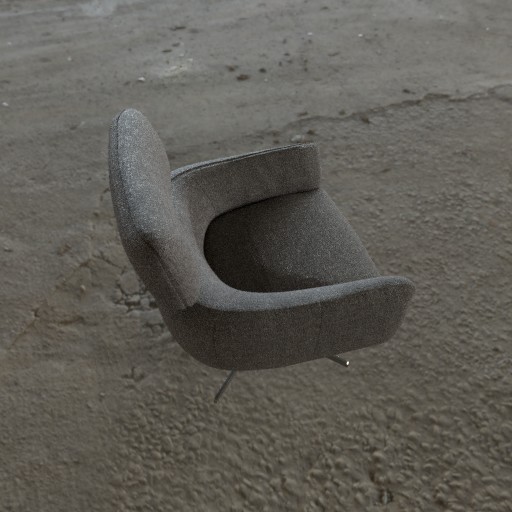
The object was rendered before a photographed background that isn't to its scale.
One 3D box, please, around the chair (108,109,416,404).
[{"bbox_3d":[0.000,0.000,1.359,0.715,0.812,0.706,-12,48,-11],"label":"chair"}]
